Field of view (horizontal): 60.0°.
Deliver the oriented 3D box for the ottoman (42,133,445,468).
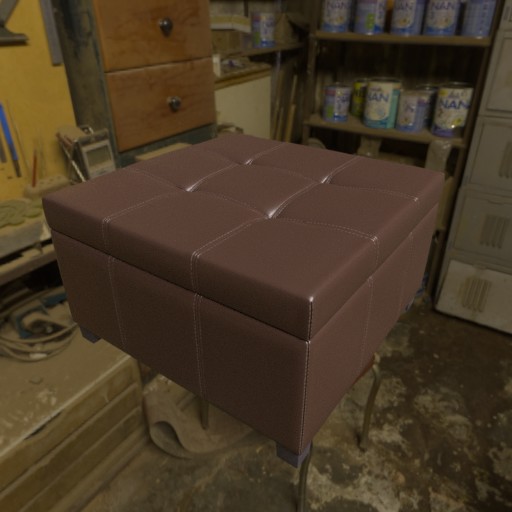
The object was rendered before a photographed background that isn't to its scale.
[{"bbox_3d":[0.000,0.000,1.284,0.788,0.460,0.787,19,35,30],"label":"ottoman"}]
